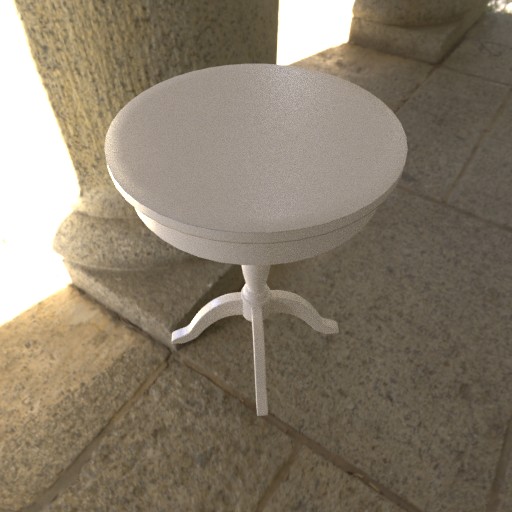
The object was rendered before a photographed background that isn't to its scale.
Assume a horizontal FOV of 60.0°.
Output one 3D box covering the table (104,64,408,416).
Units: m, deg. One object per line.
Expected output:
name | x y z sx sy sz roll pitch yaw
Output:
table | 0.000 0.000 1.009 0.513 0.653 0.513 0 47 0
